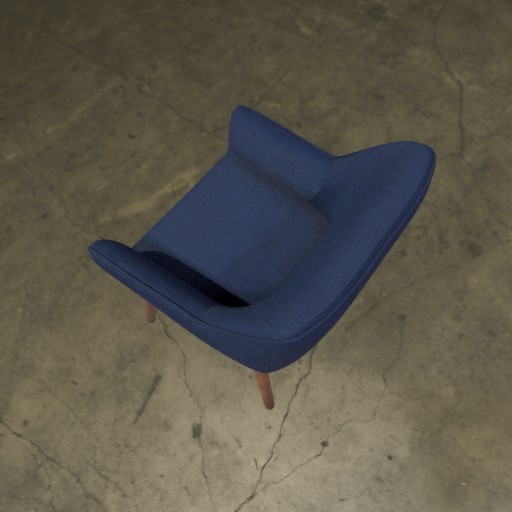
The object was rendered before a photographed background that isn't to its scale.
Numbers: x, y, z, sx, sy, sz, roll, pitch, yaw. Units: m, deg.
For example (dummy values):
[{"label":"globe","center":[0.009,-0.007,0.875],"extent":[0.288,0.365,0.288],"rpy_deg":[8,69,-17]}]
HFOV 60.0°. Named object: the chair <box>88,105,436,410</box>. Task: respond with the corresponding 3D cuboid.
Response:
[{"label":"chair","center":[0.000,0.000,1.220],"extent":[0.600,0.820,0.600],"rpy_deg":[34,68,16]}]
